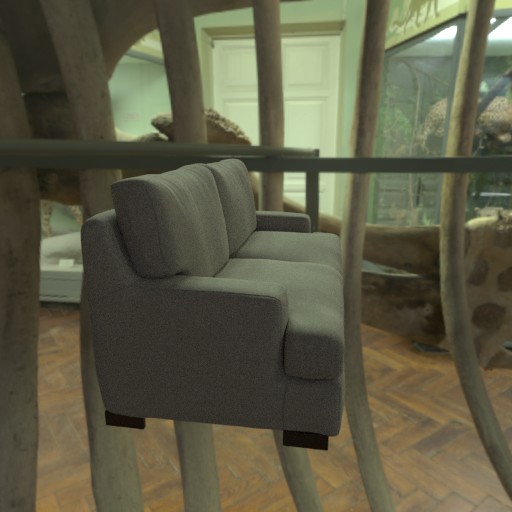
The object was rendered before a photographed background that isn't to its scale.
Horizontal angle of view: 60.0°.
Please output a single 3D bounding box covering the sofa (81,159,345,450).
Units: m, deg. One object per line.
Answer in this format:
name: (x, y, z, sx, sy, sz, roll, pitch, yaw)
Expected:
sofa: (0.000, 0.000, 2.420, 0.962, 0.980, 1.855, 3, 15, 10)
